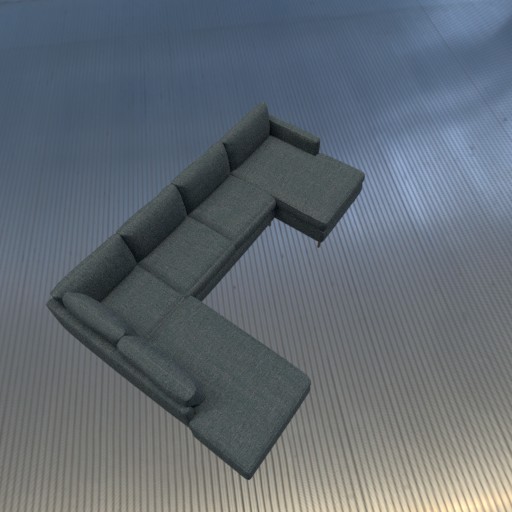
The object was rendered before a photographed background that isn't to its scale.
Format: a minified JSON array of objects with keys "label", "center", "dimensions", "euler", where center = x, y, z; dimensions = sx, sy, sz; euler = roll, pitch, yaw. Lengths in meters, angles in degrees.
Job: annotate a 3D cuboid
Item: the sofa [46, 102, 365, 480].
[{"label":"sofa","center":[0.000,0.000,3.666],"dimensions":[1.879,0.753,2.737],"euler":[31,62,19]}]
